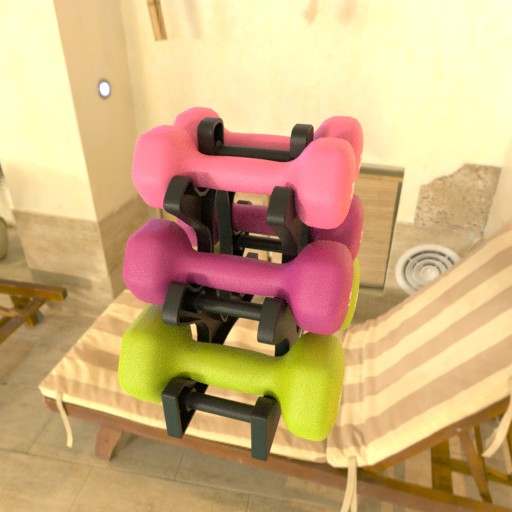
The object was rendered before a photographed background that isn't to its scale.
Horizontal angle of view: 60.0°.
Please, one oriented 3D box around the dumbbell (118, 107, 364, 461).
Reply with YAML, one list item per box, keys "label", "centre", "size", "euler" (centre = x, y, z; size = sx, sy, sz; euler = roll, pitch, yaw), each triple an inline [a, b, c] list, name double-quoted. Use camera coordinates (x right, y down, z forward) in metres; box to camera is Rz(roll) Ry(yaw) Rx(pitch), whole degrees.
- label: "dumbbell"
  centre: [0.000, 0.000, 0.439]
  size: [0.203, 0.261, 0.257]
  euler: [8, 32, 14]
